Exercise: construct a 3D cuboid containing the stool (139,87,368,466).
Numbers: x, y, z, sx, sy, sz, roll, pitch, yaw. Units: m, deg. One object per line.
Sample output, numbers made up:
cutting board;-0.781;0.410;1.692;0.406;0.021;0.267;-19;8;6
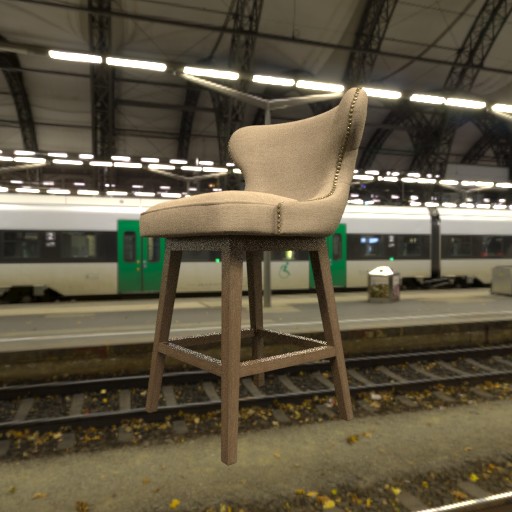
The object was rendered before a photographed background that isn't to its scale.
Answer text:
stool;0.000;0.000;1.369;0.597;0.972;0.615;-1;1;-38
